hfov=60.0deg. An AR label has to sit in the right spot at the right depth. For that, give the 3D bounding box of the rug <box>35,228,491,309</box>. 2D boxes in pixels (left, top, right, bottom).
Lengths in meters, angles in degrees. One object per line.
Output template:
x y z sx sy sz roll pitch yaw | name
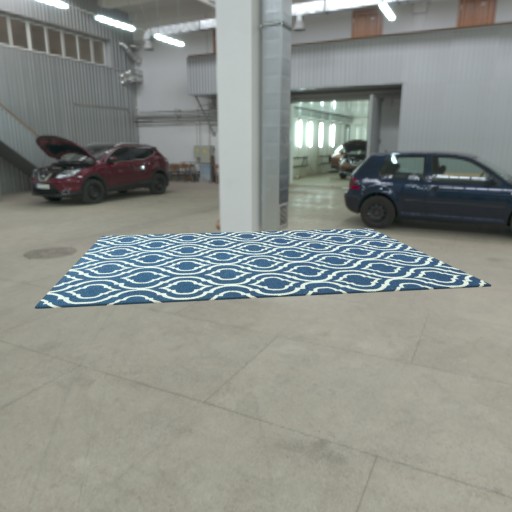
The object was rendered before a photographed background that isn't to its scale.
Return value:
0.000 0.000 2.768 2.134 0.010 1.524 -2 14 -8 | rug
